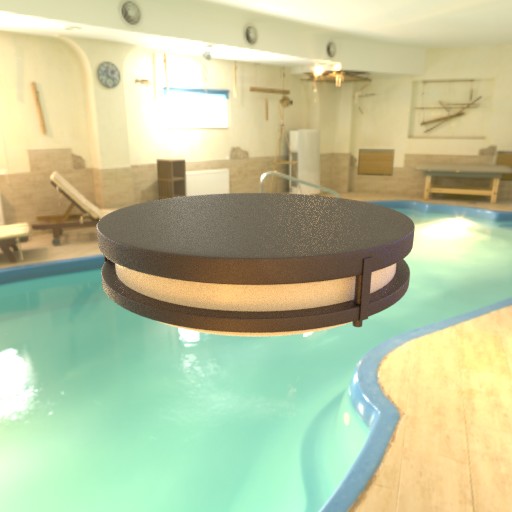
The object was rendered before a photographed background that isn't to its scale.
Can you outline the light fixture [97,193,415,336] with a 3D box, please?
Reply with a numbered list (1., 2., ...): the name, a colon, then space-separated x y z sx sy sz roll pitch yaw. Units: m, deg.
1. light fixture: 0.000 0.000 0.536 0.356 0.102 0.356 0 16 0
